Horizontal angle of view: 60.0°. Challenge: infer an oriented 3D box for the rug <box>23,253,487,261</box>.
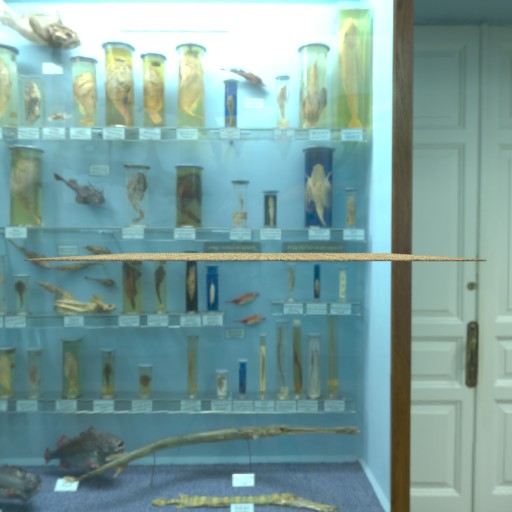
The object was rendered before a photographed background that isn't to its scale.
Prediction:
[{"bbox_3d":[0.000,0.000,4.275,3.200,0.012,2.438,0,1,1],"label":"rug"}]
